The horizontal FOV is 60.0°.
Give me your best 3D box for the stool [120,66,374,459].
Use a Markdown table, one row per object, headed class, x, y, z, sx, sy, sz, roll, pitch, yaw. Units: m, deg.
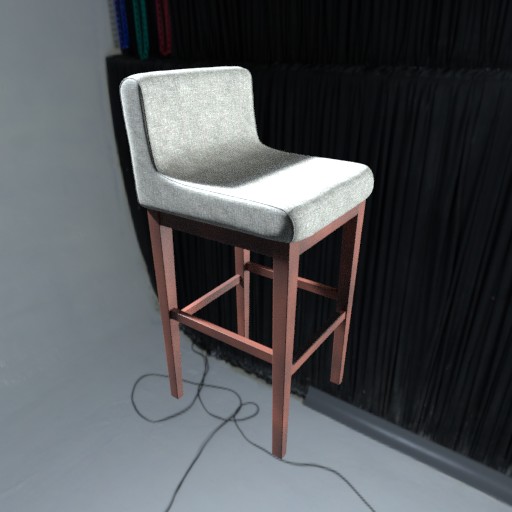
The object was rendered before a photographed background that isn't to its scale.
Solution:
| class | x | y | z | sx | sy | sz | roll | pitch | yaw |
| --- | --- | --- | --- | --- | --- | --- | --- | --- | --- |
| stool | 0.000 | 0.000 | 1.253 | 0.499 | 0.965 | 0.426 | 17 | 31 | 31 |
